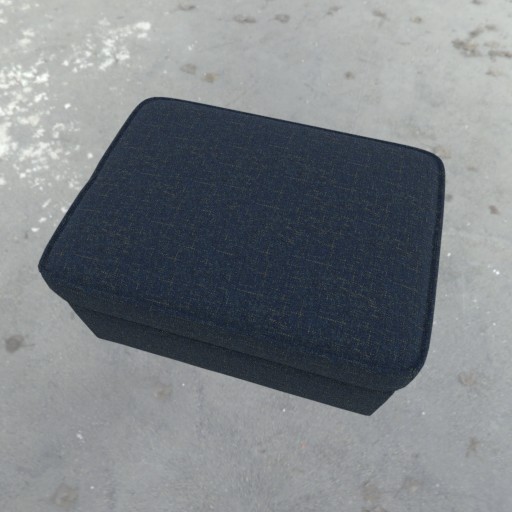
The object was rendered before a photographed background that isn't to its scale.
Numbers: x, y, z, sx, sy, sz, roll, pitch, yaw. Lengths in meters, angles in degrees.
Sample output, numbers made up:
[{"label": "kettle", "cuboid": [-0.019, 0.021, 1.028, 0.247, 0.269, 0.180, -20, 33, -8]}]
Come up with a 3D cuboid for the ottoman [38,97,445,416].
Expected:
[{"label": "ottoman", "cuboid": [0.000, 0.000, 1.065, 0.749, 0.450, 0.549, 14, 59, 8]}]
